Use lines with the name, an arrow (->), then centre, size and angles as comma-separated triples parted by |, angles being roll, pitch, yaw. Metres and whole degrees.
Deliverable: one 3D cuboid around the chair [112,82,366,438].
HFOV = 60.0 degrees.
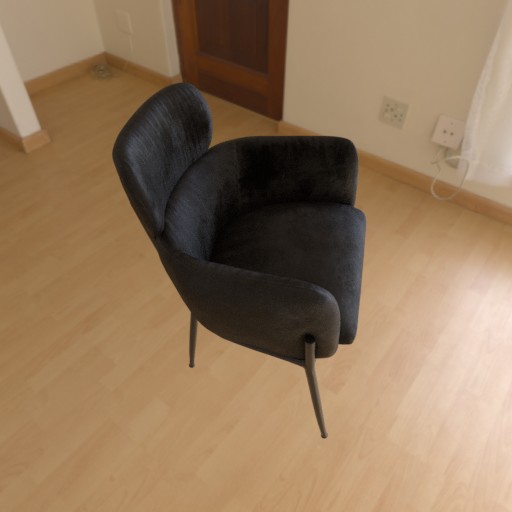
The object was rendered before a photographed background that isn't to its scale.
chair -> 0.000, 0.000, 1.275 | 0.604, 0.818, 0.640 | 9, 47, 9
